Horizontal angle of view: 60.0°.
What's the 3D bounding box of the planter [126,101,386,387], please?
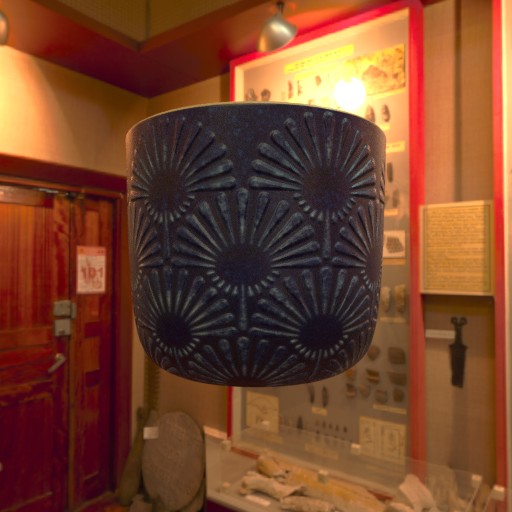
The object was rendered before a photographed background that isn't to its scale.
[{"bbox_3d":[0.000,0.000,0.218,0.124,0.109,0.124,0,-1,0],"label":"planter"}]
